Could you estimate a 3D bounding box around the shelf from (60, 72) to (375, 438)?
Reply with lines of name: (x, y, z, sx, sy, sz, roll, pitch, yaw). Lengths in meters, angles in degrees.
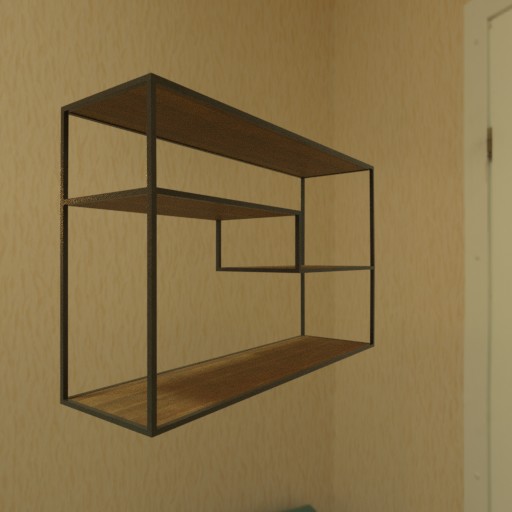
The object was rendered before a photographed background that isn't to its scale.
shelf: (0.000, 0.000, 1.514, 0.361, 0.765, 1.201, 0, 0, 37)
